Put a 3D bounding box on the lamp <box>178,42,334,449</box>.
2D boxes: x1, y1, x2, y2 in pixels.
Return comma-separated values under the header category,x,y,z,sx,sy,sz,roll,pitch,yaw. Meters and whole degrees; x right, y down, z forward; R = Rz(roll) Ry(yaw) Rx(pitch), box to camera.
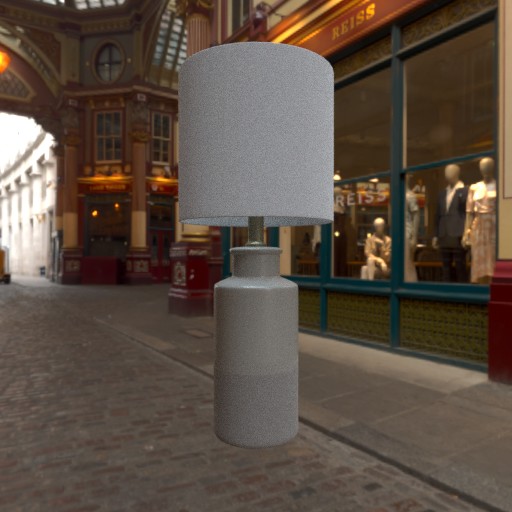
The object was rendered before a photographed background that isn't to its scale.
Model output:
category,x,y,z,sx,sy,sz,roll,pitch,yaw
lamp,0.000,0.000,0.616,0.212,0.493,0.212,0,1,-34
